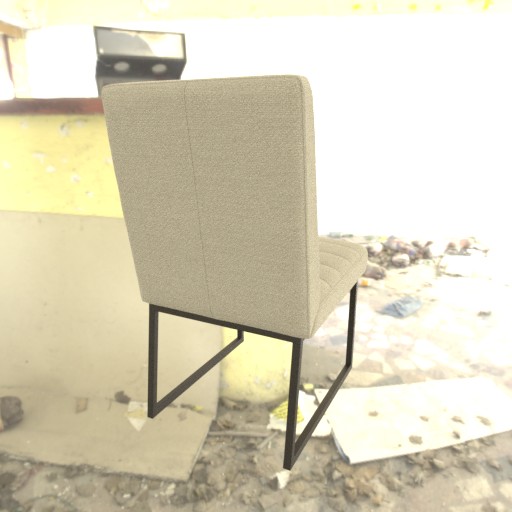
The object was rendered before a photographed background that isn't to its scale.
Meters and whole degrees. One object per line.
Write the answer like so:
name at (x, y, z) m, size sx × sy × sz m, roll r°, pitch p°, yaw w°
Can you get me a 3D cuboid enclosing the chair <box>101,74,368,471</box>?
chair at (0.000, 0.000, 1.302) m, size 0.520 × 0.930 × 0.634 m, roll 8°, pitch 19°, yaw 26°
